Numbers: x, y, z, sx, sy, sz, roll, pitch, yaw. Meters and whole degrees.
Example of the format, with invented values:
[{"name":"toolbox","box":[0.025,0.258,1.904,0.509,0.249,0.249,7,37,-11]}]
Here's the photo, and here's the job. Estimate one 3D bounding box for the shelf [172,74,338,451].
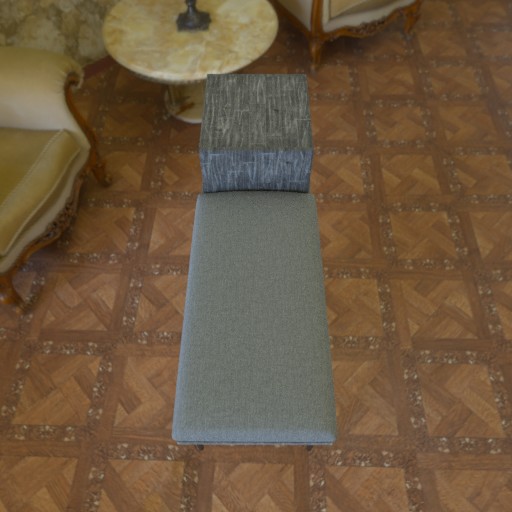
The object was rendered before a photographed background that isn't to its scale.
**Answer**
[{"name":"shelf","box":[0.000,0.000,1.654,0.457,0.633,1.342,0,56,0]}]
